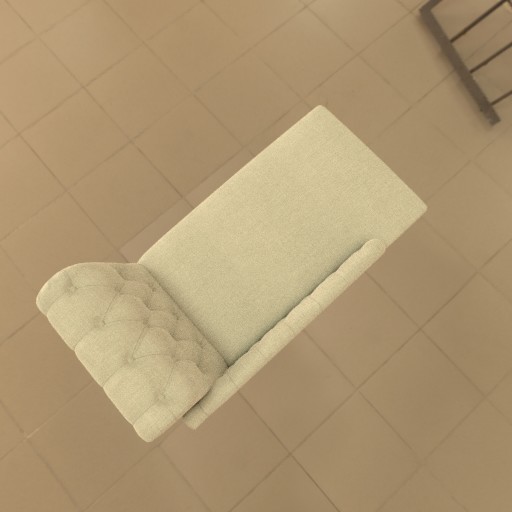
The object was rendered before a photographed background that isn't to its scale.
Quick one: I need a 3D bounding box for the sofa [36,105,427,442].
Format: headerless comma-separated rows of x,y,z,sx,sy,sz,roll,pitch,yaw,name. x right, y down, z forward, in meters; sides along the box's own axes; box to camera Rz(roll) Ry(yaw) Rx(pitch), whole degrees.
0.000,0.000,1.798,1.379,0.787,0.675,-41,80,-9,sofa
